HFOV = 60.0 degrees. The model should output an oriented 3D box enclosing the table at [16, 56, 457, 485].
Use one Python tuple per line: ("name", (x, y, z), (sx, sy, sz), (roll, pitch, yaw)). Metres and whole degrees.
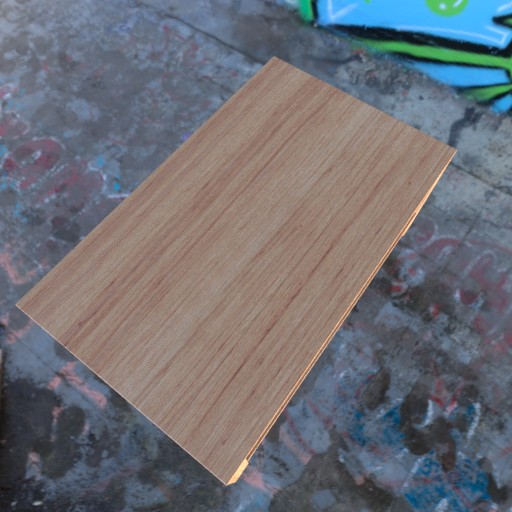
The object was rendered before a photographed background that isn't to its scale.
("table", (0.000, 0.000, 1.459), (0.695, 0.457, 1.146), (34, 68, 15))
